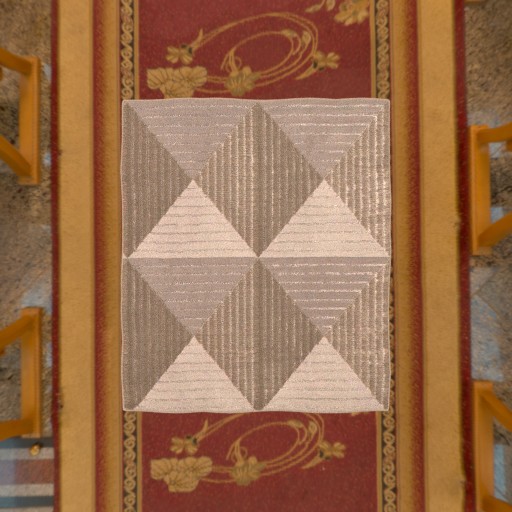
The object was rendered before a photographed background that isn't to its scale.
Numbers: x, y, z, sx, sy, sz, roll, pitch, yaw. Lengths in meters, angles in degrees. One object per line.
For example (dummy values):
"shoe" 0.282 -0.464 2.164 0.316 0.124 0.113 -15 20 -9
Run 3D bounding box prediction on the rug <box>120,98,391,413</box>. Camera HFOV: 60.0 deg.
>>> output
"rug" 0.000 0.000 0.904 0.551 0.008 0.642 0 91 0
